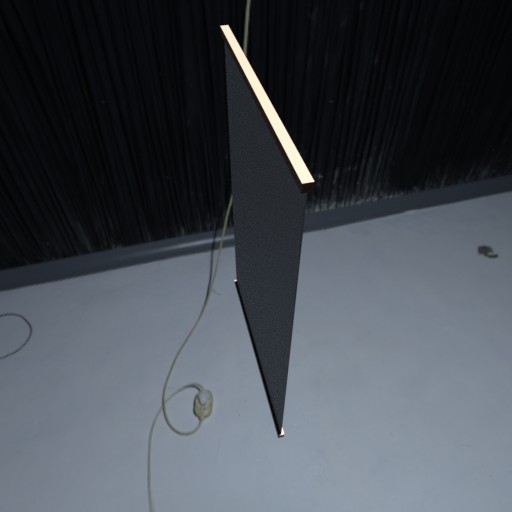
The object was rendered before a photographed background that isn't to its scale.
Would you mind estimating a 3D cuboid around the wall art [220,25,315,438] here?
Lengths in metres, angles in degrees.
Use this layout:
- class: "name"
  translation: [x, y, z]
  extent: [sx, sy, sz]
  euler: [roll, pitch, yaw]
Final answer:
- class: "wall art"
  translation: [0.000, 0.000, 1.900]
  extent: [0.030, 1.519, 0.990]
  euler: [-10, 48, -10]
